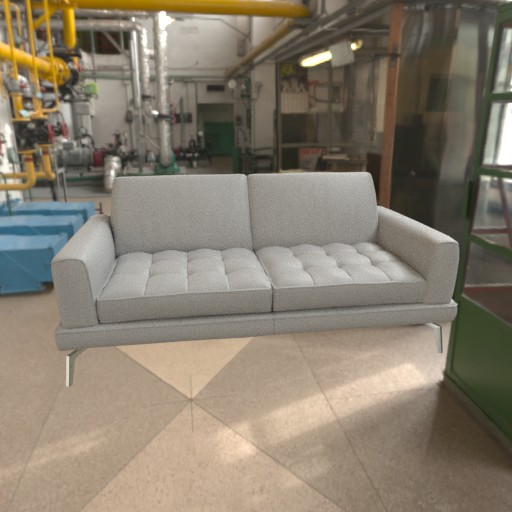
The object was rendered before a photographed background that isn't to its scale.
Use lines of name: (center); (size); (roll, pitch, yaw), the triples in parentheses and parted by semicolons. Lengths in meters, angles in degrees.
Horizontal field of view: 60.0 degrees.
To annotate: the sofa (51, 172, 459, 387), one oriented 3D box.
sofa: (0.000, 0.000, 2.757); (2.177, 0.930, 1.121); (-3, 18, -8)
